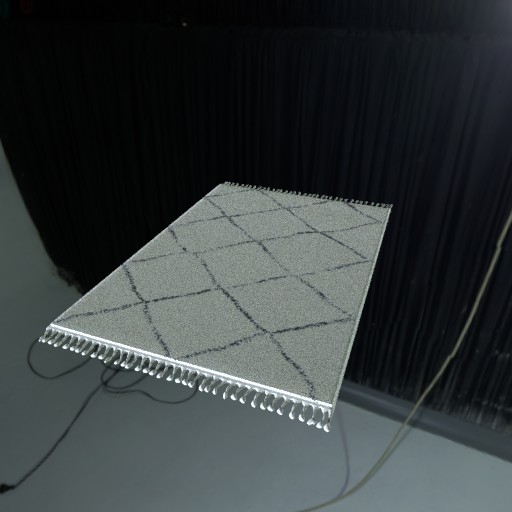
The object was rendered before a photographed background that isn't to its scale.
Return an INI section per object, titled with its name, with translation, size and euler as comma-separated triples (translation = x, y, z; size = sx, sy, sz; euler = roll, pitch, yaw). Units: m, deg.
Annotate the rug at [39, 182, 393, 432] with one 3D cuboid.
[rug]
translation = 0.000, 0.000, 2.894
size = 1.494, 0.031, 2.307
euler = 11, 32, 18
